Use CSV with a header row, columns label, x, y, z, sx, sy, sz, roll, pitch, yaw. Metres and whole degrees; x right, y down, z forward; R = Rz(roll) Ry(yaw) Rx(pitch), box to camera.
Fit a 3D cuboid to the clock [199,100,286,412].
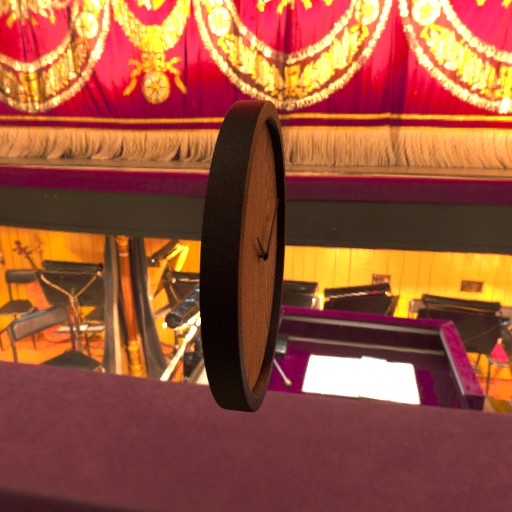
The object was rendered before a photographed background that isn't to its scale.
label,x,y,z,sx,sy,sz,roll,pitch,yaw
clock,0.000,0.000,0.472,0.029,0.314,0.314,3,17,10
